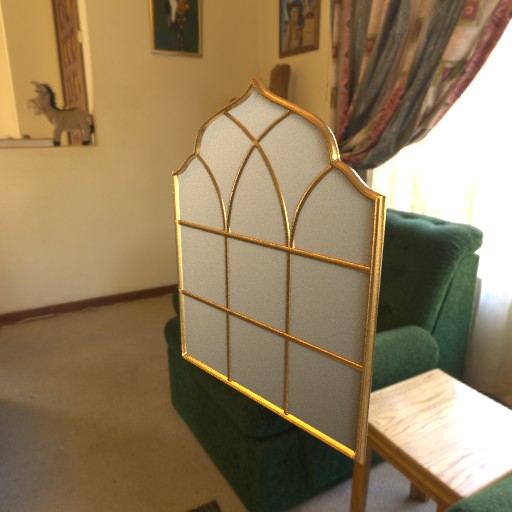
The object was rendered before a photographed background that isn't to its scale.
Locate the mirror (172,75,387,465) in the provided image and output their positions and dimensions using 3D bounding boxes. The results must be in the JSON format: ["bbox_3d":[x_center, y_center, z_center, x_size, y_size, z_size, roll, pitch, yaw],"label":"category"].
[{"bbox_3d":[0.000,0.000,0.836,0.513,0.635,0.018,16,23,43],"label":"mirror"}]
